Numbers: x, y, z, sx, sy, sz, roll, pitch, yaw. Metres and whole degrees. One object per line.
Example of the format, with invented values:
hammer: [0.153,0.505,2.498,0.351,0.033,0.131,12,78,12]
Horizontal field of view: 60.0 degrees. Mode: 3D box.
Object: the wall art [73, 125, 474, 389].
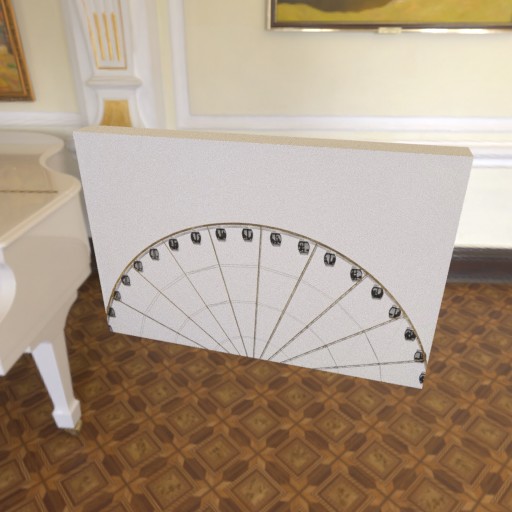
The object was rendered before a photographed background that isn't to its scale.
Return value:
wall art: [0.000,0.000,0.484,0.384,0.254,0.039,7,28,14]
